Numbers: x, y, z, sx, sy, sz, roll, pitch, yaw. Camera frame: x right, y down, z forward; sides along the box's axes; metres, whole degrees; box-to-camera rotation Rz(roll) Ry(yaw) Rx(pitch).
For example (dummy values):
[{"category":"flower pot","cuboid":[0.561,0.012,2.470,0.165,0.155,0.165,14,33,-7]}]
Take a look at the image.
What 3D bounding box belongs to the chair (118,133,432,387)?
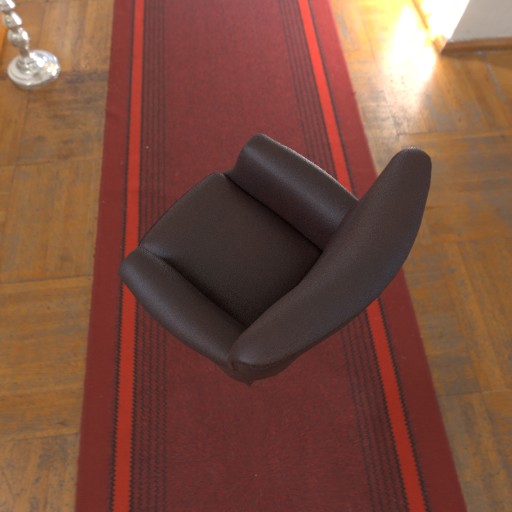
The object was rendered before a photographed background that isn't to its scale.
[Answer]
[{"category":"chair","cuboid":[0.000,0.000,1.365,0.746,0.800,0.700,36,69,16]}]
